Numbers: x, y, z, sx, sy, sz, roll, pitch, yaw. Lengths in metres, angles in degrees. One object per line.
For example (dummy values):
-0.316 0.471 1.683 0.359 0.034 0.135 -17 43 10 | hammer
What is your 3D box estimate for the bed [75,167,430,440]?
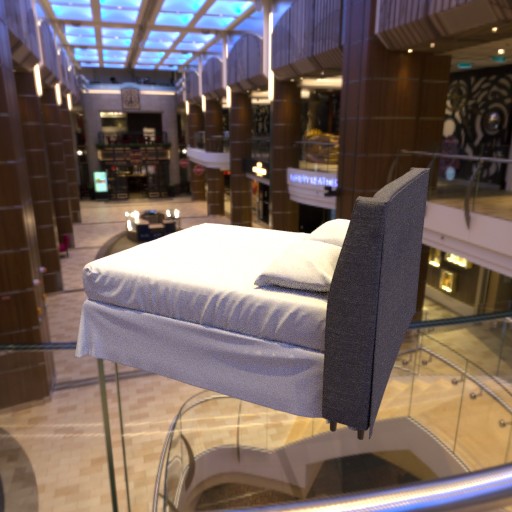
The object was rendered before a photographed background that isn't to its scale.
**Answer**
0.000 0.000 3.467 2.276 1.332 1.925 8 18 25 | bed
